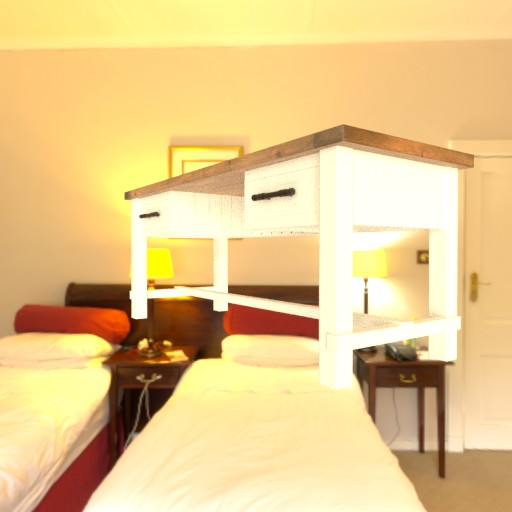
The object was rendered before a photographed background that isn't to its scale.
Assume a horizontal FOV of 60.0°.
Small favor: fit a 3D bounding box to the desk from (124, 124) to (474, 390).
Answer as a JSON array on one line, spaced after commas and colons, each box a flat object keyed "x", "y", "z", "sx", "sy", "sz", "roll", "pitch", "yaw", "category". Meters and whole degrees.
[{"x": 0.000, "y": 0.000, "z": 2.176, "sx": 0.688, "sy": 0.762, "sz": 1.803, "roll": -1, "pitch": 1, "yaw": -35, "category": "desk"}]
